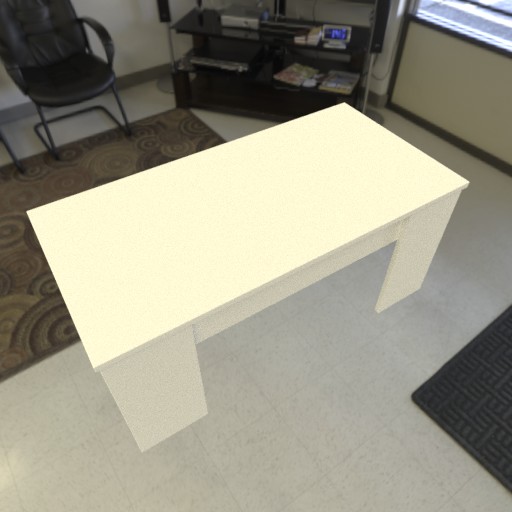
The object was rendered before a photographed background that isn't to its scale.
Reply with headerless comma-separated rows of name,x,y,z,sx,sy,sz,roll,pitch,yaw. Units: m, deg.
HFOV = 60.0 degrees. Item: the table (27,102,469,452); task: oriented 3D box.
table,0.000,0.000,1.272,1.000,0.440,0.500,-25,52,-22
